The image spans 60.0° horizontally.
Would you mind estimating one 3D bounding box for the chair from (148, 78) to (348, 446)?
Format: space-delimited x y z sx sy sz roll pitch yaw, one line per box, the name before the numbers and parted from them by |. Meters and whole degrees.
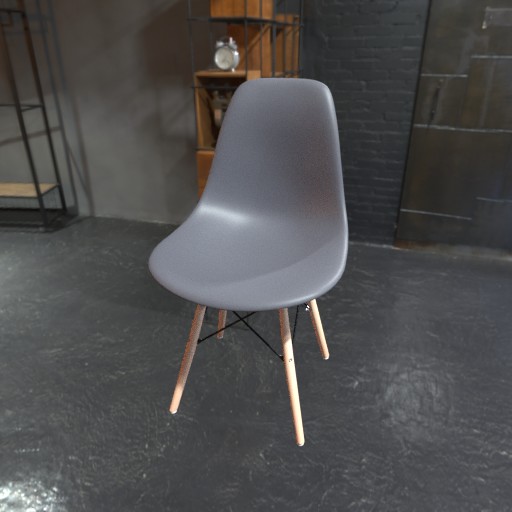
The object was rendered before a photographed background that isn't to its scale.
chair | 0.000 0.000 1.153 0.470 0.826 0.533 8 27 16
